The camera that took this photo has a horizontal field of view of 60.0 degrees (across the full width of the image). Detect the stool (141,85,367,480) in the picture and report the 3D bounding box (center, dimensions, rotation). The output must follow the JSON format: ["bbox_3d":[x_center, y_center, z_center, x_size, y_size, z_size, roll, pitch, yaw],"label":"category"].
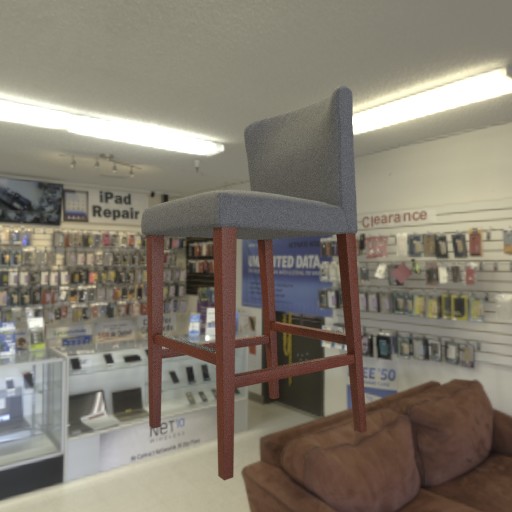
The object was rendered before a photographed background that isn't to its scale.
[{"bbox_3d":[0.000,0.000,1.379,0.568,1.069,0.481,1,-1,-37],"label":"stool"}]
